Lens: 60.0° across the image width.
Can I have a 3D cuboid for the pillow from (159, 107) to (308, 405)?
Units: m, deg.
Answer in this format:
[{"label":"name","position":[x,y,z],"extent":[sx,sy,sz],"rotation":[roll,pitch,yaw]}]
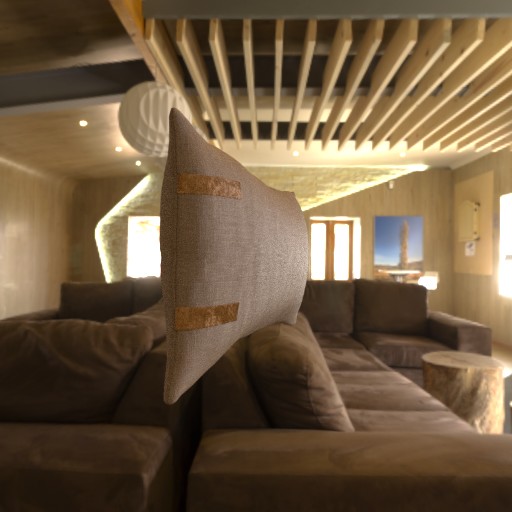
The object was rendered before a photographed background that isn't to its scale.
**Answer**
[{"label":"pillow","position":[0.000,0.000,0.736],"extent":[0.148,0.308,0.612],"rotation":[0,-1,17]}]
